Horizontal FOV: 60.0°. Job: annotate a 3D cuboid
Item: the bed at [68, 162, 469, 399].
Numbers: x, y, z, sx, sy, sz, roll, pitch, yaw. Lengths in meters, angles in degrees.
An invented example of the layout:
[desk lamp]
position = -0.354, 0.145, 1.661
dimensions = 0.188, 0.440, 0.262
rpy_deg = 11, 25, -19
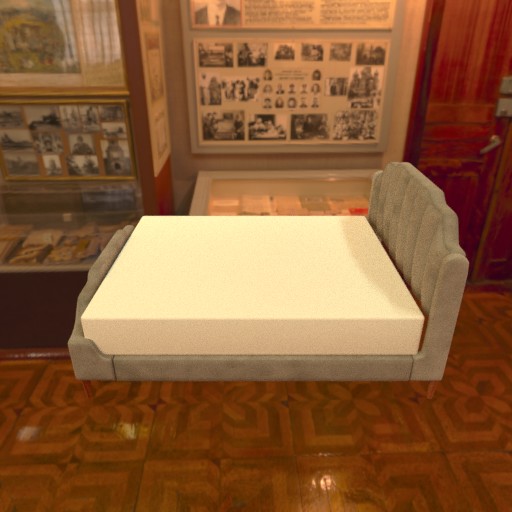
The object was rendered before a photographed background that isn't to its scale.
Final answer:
[bed]
position = 0.000, 0.000, 3.321
dimensions = 2.340, 1.245, 1.676
rpy_deg = 0, 27, 0
